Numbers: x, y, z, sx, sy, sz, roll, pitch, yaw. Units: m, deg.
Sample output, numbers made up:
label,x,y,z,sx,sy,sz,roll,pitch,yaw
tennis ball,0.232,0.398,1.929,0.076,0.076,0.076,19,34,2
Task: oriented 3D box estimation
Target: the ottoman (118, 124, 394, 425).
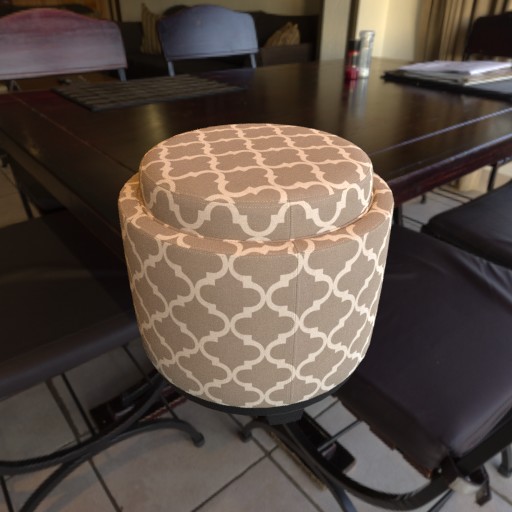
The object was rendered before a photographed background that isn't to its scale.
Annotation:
label,x,y,z,sx,sy,sz,roll,pitch,yaw
ottoman,0.000,0.000,0.857,0.480,0.429,0.480,0,31,0
